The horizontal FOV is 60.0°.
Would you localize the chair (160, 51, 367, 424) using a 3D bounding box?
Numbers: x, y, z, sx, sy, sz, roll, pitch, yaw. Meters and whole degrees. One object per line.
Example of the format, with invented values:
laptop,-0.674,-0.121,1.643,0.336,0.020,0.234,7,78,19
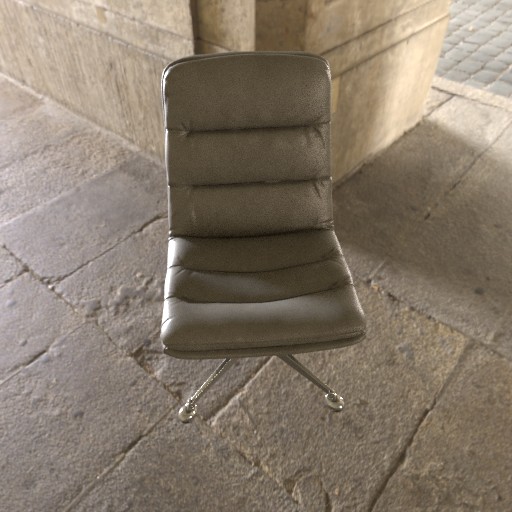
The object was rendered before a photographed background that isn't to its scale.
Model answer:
chair,0.000,0.000,1.005,0.422,0.738,0.485,-4,46,-4
